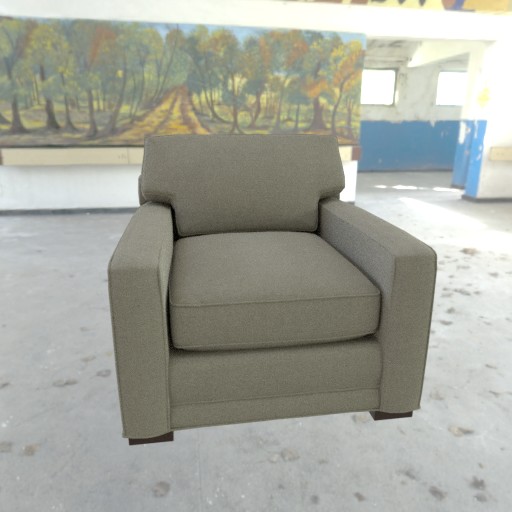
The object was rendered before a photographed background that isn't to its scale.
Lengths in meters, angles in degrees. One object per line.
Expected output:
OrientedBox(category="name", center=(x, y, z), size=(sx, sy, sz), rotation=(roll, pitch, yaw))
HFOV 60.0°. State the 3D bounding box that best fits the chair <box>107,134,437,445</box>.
OrientedBox(category="chair", center=(0.000, 0.000, 1.800), size=(0.999, 0.934, 1.044), rotation=(-2, 17, -8))
